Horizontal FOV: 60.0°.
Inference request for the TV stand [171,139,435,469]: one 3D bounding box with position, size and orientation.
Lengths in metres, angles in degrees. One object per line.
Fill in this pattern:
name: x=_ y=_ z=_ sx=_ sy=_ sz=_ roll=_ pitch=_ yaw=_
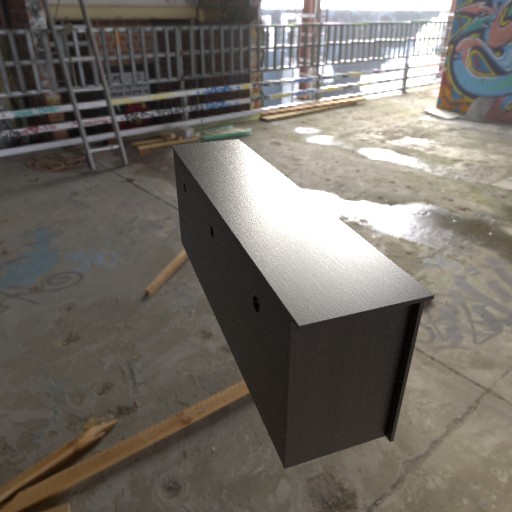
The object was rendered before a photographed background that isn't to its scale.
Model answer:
TV stand: x=0.000 y=0.000 z=2.034 sx=0.406 sy=0.610 sz=1.778 roll=-10 pitch=30 yaw=-17
